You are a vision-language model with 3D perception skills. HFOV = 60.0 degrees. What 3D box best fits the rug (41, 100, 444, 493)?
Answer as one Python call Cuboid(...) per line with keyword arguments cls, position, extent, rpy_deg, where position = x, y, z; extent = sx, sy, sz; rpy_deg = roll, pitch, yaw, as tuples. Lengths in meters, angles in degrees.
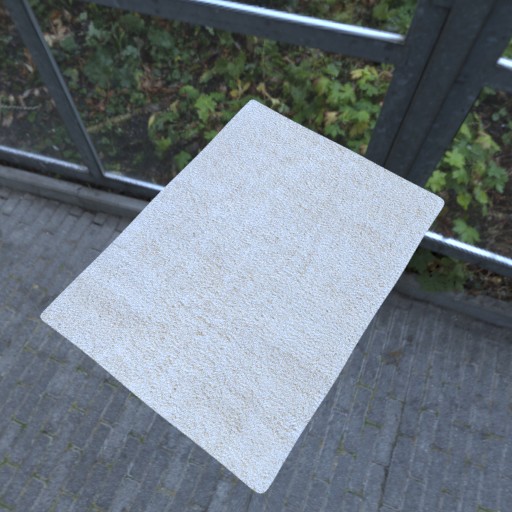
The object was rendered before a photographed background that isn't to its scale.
Cuboid(cls="rug", position=(0.000, 0.000, 2.084), extent=(1.200, 0.027, 1.600), rpy_deg=(32, 68, 15))
